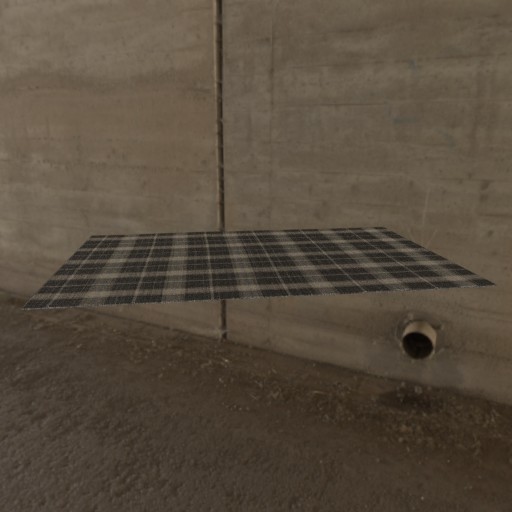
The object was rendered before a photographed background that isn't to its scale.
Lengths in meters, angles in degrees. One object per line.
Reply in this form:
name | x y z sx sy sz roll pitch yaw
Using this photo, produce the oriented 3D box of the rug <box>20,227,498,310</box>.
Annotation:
rug | 0.000 0.000 2.946 2.434 0.015 1.520 -2 16 -7
